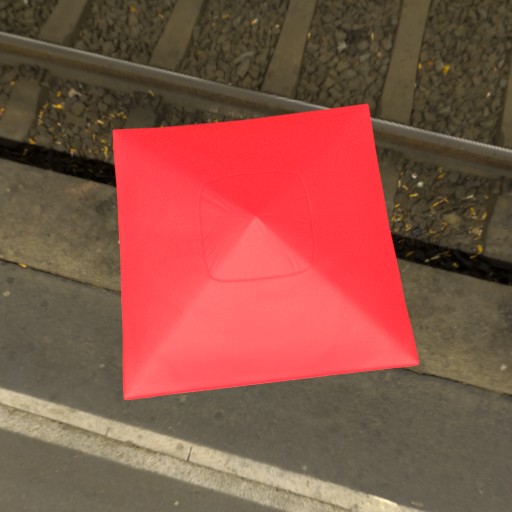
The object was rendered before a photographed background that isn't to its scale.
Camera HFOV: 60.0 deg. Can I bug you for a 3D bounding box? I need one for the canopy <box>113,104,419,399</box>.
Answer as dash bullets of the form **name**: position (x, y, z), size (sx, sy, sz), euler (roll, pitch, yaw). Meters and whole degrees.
- **canopy**: position (0.000, 0.000, 5.492), size (2.998, 2.997, 2.996), euler (-6, 76, -2)
